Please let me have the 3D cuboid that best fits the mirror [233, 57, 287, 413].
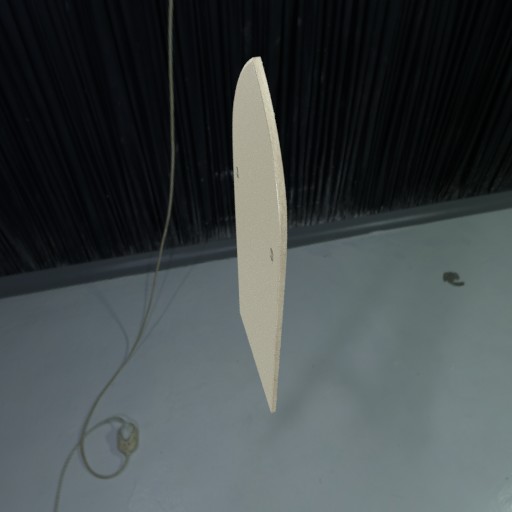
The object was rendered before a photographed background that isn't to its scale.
[{"bbox_3d":[0.000,0.000,1.325,0.025,1.175,0.464,-11,48,-11],"label":"mirror"}]
